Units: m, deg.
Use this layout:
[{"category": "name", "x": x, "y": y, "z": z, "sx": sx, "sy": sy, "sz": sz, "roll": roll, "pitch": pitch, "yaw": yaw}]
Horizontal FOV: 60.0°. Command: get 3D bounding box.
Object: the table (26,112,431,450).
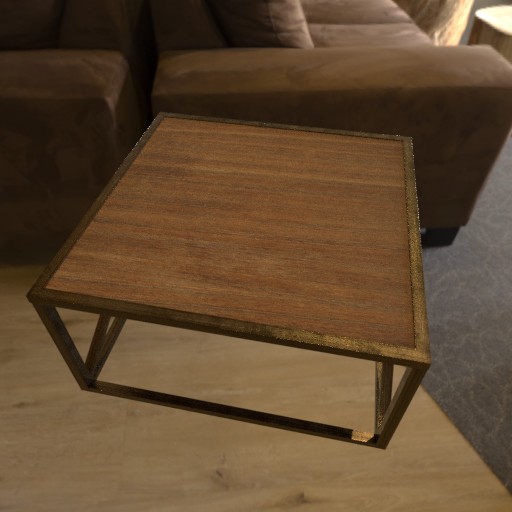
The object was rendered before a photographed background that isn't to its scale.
[{"category": "table", "x": 0.000, "y": 0.000, "z": 1.433, "sx": 0.909, "sy": 0.451, "sz": 0.899, "roll": 8, "pitch": 46, "yaw": 8}]
